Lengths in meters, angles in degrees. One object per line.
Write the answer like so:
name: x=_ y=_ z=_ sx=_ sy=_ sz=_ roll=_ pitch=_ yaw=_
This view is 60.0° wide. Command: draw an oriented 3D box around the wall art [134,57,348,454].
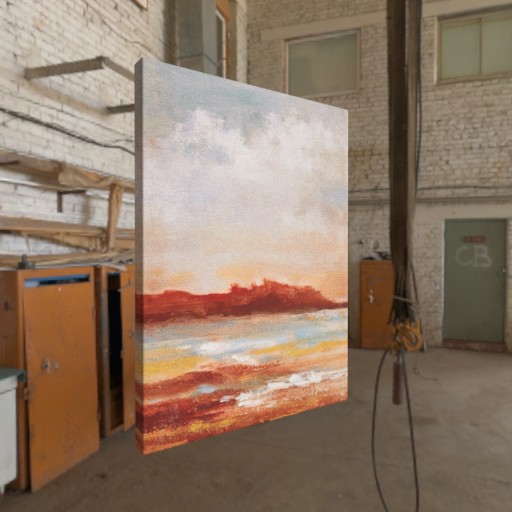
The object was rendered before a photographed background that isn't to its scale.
wall art: x=0.000 y=0.000 z=0.811 sx=0.443 sy=0.605 sz=0.035 roll=0 pitch=1 yaw=-35
